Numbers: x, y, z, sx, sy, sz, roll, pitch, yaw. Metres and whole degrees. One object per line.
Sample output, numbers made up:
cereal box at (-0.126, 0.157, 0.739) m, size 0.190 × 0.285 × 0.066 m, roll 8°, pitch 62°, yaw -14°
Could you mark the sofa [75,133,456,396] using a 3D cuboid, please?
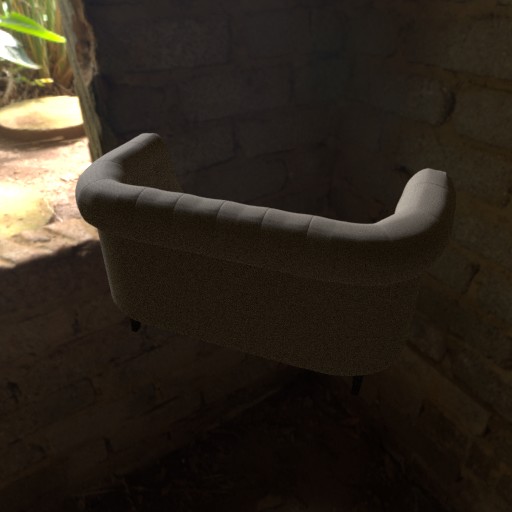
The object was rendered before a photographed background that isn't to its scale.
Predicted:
sofa at (0.000, 0.000, 2.023) m, size 1.558 × 0.827 × 0.835 m, roll 12°, pitch 35°, yaw 18°
